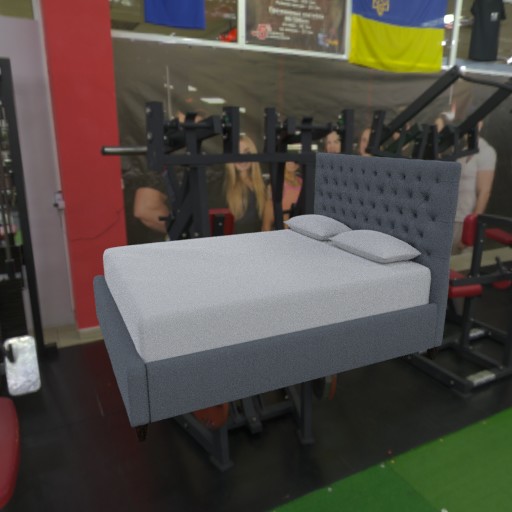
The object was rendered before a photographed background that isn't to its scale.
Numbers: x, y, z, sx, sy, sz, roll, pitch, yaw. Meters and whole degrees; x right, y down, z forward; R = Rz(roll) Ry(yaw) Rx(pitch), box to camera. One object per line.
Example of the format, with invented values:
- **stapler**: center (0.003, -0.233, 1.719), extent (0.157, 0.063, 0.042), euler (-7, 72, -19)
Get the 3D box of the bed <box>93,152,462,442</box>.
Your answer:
- **bed**: center (0.000, 0.000, 3.351), extent (2.231, 1.427, 1.698), euler (-7, 17, -24)
